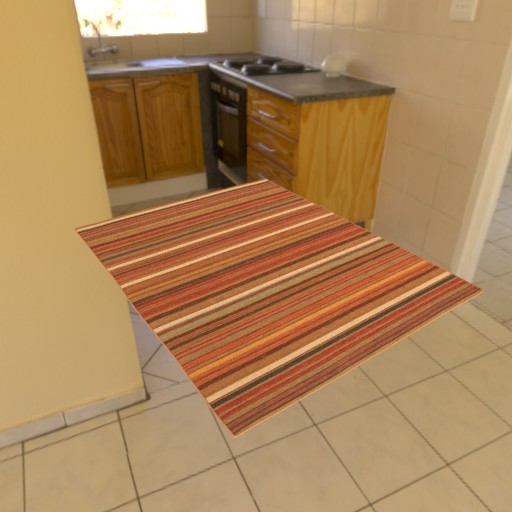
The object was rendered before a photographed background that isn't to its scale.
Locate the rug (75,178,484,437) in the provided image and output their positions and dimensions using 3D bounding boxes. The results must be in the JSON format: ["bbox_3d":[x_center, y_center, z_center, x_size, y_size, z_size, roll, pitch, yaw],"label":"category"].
[{"bbox_3d":[0.000,0.000,4.142,2.479,0.023,3.092,-20,36,-29],"label":"rug"}]
